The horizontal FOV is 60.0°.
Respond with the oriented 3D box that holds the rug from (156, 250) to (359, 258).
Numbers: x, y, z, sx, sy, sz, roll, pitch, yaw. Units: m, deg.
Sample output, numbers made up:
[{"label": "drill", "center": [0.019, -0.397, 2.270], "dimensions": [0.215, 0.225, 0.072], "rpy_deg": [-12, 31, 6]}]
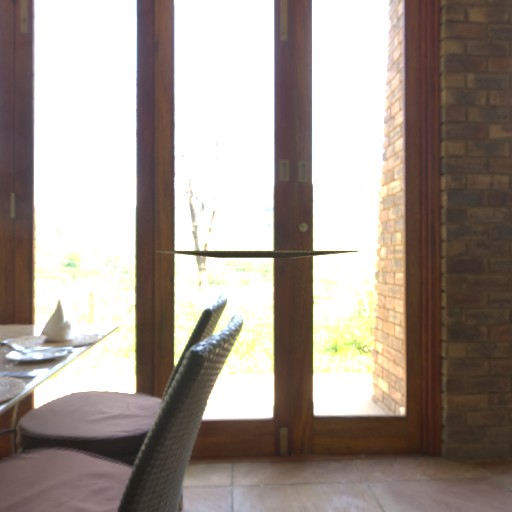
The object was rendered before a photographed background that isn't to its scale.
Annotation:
[{"label": "rug", "center": [0.000, 0.000, 2.712], "dimensions": [0.688, 0.005, 2.437], "rpy_deg": [0, -1, 0]}]
